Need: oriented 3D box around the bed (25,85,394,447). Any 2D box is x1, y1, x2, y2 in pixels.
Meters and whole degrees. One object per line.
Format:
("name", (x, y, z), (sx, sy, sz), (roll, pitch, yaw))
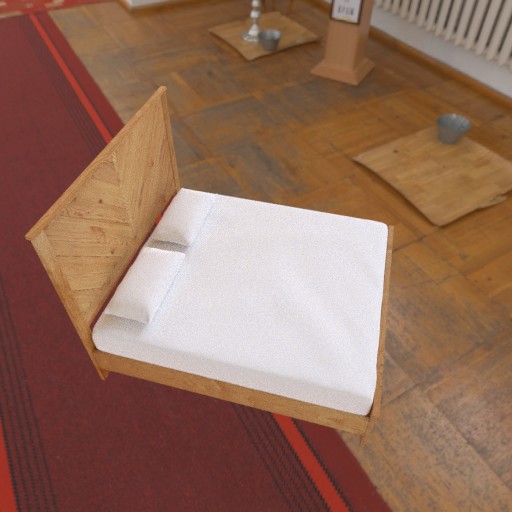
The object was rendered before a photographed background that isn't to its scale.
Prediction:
("bed", (0.000, 0.000, 4.109), (2.530, 1.938, 2.225), (11, 47, 10))
